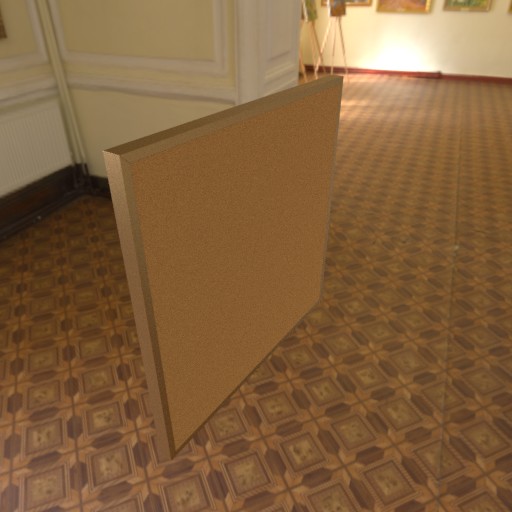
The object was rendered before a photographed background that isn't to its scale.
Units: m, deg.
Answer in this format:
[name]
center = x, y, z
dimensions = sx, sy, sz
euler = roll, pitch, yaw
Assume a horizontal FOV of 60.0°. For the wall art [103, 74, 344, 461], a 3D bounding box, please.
[wall art]
center = 0.000, 0.000, 1.138
dimensions = 0.038, 0.762, 0.762
euler = 21, 38, 29
